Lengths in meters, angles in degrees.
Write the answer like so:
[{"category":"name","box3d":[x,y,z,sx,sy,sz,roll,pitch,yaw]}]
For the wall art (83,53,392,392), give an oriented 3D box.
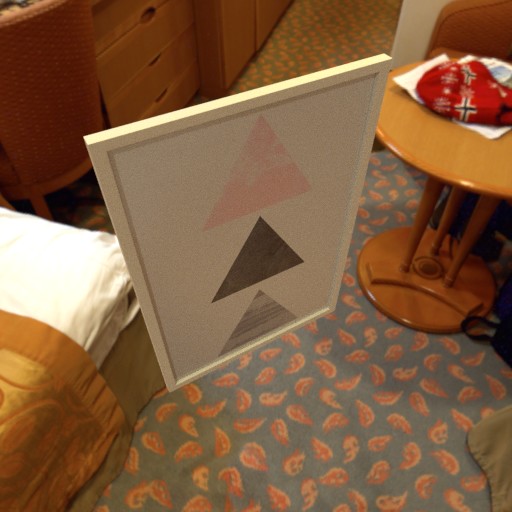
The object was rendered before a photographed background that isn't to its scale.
[{"category":"wall art","box3d":[0.000,0.000,0.554,0.303,0.433,0.013,-23,52,-19]}]
